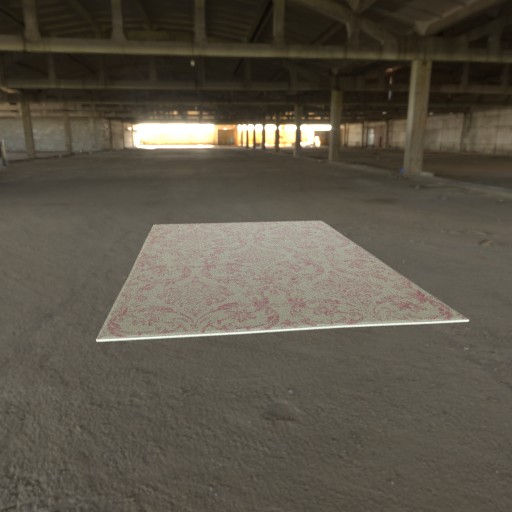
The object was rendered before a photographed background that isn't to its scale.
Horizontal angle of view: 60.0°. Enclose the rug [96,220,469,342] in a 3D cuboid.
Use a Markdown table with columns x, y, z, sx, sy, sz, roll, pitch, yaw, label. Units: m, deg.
| x | y | z | sx | sy | sz | roll | pitch | yaw | label |
| --- | --- | --- | --- | --- | --- | --- | --- | --- | --- |
| 0.000 | 0.000 | 3.434 | 1.819 | 0.018 | 2.746 | -2 | 15 | -7 | rug |
